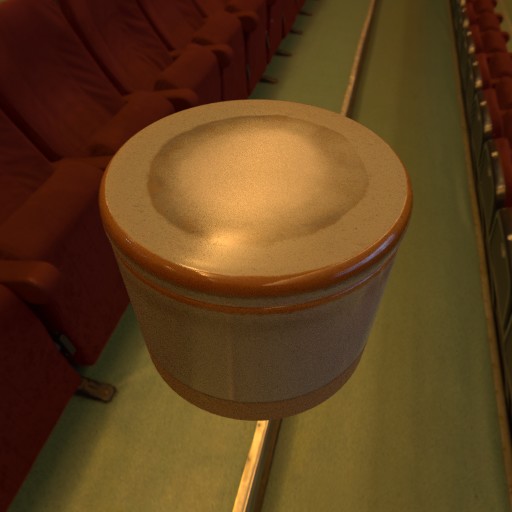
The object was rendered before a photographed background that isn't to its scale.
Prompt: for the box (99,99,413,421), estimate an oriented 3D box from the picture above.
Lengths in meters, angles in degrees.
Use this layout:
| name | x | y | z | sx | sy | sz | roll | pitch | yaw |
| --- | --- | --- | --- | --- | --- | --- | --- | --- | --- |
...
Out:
| name | x | y | z | sx | sy | sz | roll | pitch | yaw |
| --- | --- | --- | --- | --- | --- | --- | --- | --- | --- |
| box | 0.000 | 0.000 | 0.210 | 0.123 | 0.100 | 0.123 | 0 | 45 | 0 |
